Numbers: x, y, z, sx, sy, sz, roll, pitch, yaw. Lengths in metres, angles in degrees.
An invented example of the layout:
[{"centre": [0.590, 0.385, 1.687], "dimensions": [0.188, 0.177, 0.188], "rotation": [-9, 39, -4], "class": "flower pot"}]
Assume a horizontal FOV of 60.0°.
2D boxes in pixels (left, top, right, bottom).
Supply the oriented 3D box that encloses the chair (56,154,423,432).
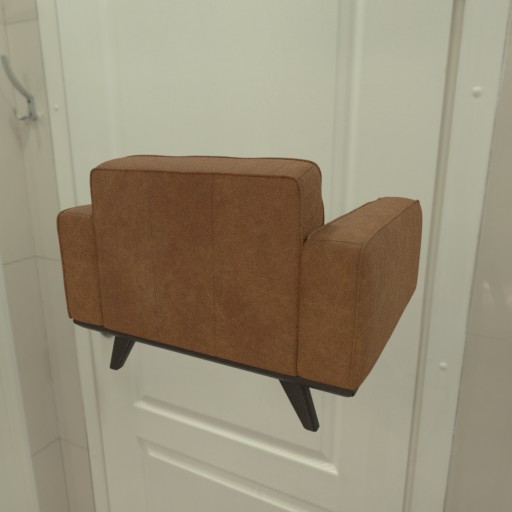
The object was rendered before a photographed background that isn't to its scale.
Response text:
[{"centre": [0.000, 0.000, 1.726], "dimensions": [1.118, 0.782, 0.952], "rotation": [8, 17, 26], "class": "chair"}]
